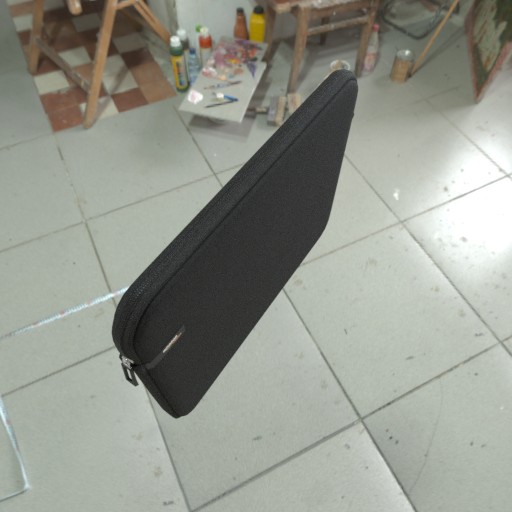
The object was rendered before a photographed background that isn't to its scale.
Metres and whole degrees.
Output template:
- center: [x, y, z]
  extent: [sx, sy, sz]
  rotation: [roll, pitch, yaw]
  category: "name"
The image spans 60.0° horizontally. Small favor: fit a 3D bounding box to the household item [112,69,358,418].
- center: [0.000, 0.000, 0.521]
  extent: [0.030, 0.305, 0.396]
  rotation: [30, 62, 18]
  category: "household item"
